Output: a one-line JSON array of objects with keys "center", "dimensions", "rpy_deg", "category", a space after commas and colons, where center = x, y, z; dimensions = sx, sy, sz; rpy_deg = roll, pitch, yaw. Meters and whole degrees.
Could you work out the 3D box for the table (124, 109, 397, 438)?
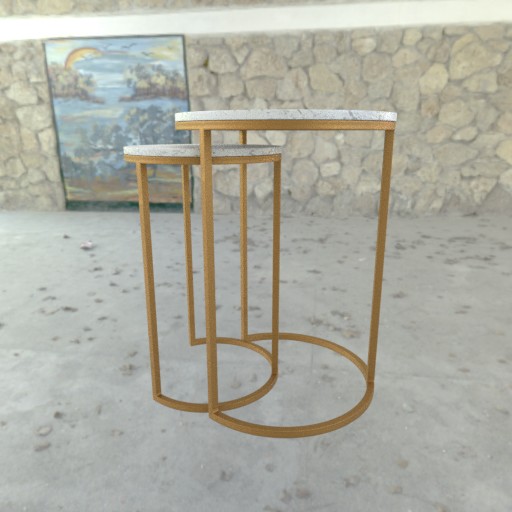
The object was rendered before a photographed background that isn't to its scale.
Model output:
[{"center": [0.000, 0.000, 0.905], "dimensions": [0.507, 0.550, 0.400], "rpy_deg": [2, 16, 9], "category": "table"}]
